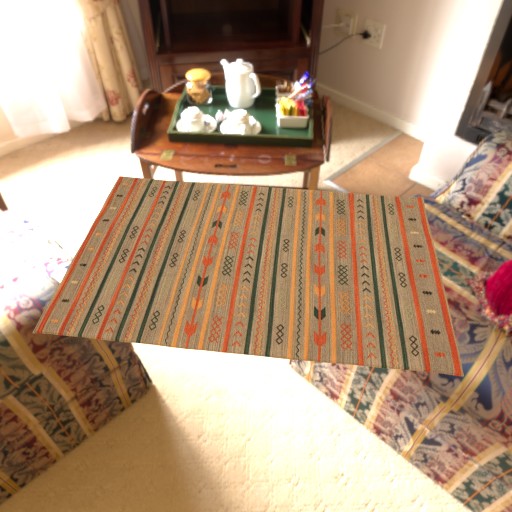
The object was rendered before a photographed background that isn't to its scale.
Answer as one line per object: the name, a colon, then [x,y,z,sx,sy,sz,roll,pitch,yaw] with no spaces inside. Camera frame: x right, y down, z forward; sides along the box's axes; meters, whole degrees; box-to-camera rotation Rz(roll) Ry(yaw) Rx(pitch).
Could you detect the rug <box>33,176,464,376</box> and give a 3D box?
rug: [0.000,0.000,3.008,2.439,0.029,1.537,5,46,5]
